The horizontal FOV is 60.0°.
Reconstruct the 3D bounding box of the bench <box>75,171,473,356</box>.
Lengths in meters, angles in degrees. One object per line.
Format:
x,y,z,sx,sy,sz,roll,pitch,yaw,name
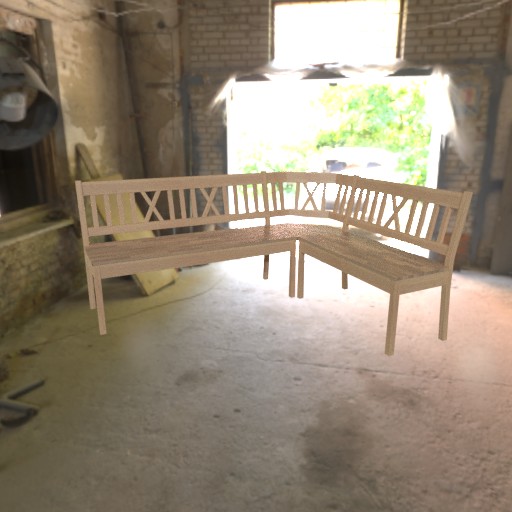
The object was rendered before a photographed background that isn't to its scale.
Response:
0.000,0.000,2.844,1.937,0.902,1.537,-8,19,-25,bench
